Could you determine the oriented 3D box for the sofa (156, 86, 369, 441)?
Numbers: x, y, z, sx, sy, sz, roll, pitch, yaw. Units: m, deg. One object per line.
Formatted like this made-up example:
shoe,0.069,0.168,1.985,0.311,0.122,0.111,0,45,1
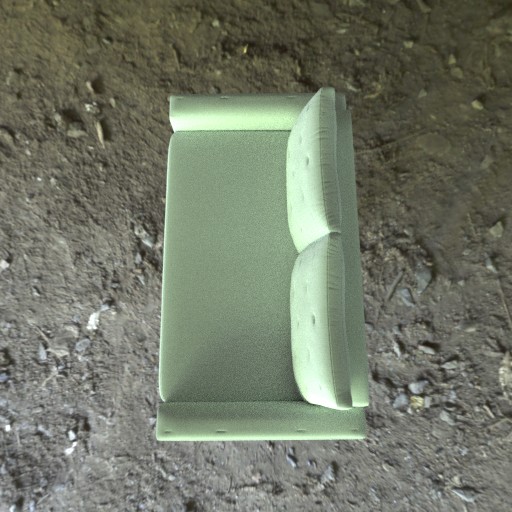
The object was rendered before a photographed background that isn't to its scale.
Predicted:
sofa,0.000,0.000,2.155,0.920,0.790,1.650,0,76,0
